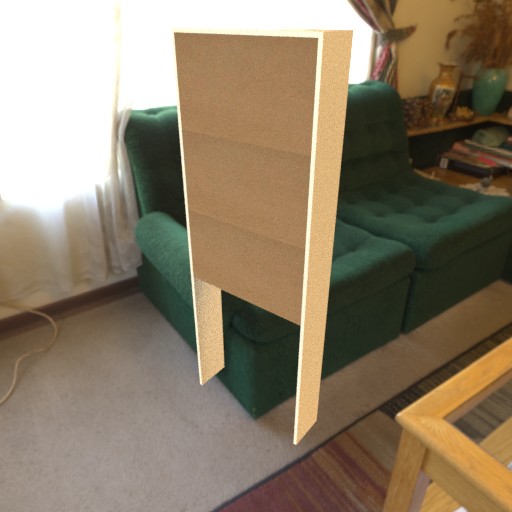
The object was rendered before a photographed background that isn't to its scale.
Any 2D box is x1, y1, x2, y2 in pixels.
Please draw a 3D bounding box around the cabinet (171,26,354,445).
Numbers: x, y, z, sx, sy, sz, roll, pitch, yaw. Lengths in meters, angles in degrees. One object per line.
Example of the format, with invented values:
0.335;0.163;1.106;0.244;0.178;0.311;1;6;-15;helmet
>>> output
0.000;0.000;1.937;0.643;1.770;0.192;21;35;33;cabinet
